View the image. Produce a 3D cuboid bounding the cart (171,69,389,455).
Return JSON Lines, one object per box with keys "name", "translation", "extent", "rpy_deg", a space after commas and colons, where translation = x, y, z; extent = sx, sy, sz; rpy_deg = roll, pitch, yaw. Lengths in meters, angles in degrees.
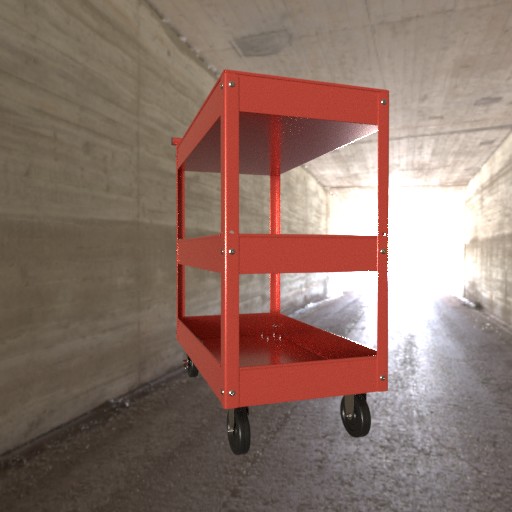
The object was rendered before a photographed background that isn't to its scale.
{"name": "cart", "translation": [0.000, 0.000, 1.201], "extent": [0.366, 0.780, 0.719], "rpy_deg": [0, 1, -18]}
